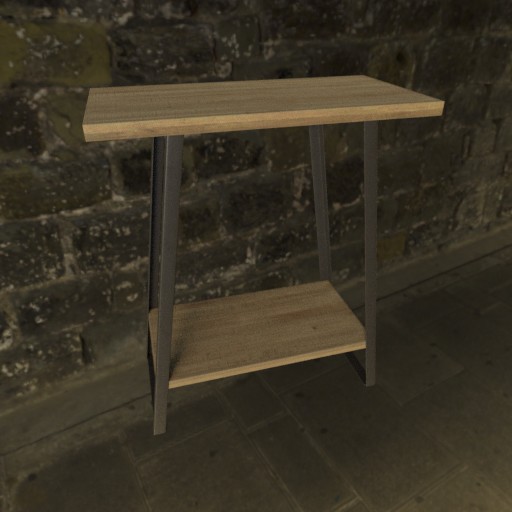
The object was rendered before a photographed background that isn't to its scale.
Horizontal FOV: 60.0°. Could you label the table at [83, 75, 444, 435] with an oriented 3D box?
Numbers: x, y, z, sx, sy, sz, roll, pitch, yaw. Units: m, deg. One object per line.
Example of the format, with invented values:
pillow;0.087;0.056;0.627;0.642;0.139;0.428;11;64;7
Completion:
table;0.000;0.000;1.004;0.599;0.701;0.300;-8;32;-14
